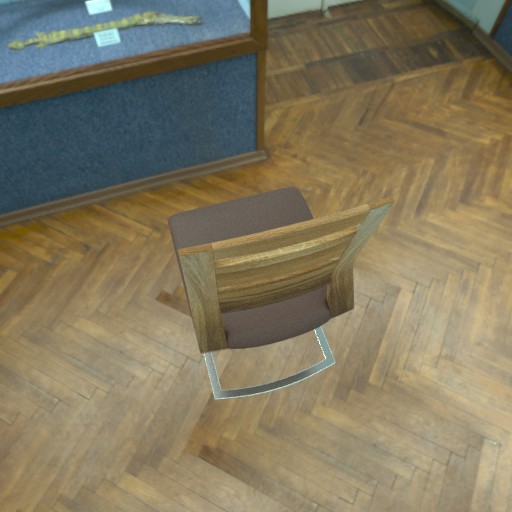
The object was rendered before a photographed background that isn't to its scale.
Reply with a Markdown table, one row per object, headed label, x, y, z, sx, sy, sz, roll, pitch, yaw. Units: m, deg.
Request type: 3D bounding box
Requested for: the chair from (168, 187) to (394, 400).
| label | x | y | z | sx | sy | sz | roll | pitch | yaw |
| --- | --- | --- | --- | --- | --- | --- | --- | --- | --- |
| chair | 0.000 | 0.000 | 1.321 | 0.460 | 0.970 | 0.570 | -14 | 60 | -9 |
